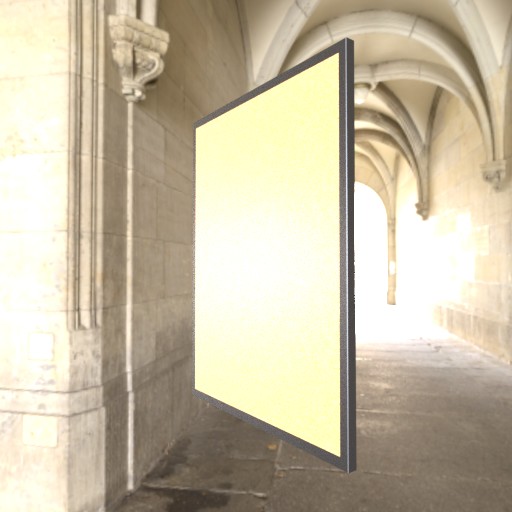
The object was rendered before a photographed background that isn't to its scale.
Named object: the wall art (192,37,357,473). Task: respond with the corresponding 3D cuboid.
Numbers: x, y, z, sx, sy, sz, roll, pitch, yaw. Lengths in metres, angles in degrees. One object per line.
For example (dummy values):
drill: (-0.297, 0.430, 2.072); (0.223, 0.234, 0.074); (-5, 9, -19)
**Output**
wall art: (0.000, 0.000, 1.366); (0.030, 1.027, 0.774); (1, -2, -36)
